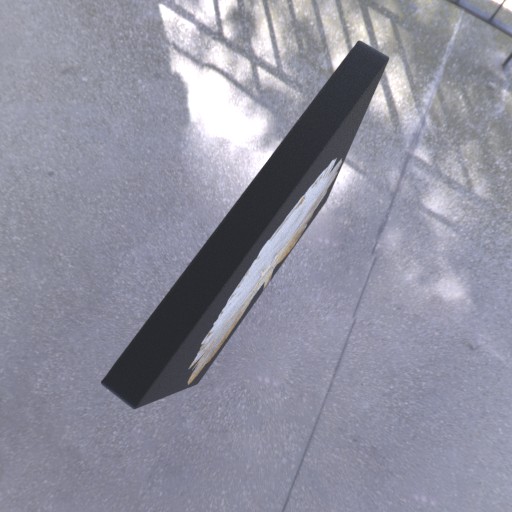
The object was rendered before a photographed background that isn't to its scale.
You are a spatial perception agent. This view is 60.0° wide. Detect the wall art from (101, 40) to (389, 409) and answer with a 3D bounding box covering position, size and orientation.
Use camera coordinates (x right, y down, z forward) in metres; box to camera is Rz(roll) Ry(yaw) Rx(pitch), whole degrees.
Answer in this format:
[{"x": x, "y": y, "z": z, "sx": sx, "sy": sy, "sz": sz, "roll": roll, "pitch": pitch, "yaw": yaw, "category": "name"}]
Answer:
[{"x": 0.000, "y": 0.000, "z": 0.600, "sx": 0.041, "sy": 0.407, "sz": 0.406, "roll": 34, "pitch": 79, "yaw": 8, "category": "wall art"}]
